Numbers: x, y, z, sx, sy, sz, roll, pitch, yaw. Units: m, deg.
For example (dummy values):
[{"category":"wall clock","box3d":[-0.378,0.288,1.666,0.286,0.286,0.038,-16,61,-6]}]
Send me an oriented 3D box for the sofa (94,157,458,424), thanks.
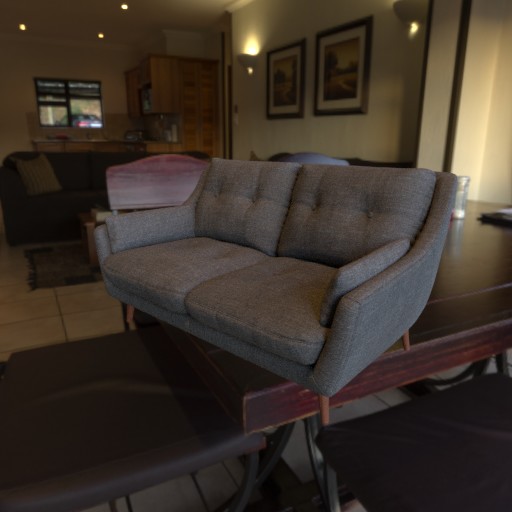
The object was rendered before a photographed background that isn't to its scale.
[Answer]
[{"category":"sofa","box3d":[0.000,0.000,2.189,1.646,0.887,0.976,14,20,42]}]
